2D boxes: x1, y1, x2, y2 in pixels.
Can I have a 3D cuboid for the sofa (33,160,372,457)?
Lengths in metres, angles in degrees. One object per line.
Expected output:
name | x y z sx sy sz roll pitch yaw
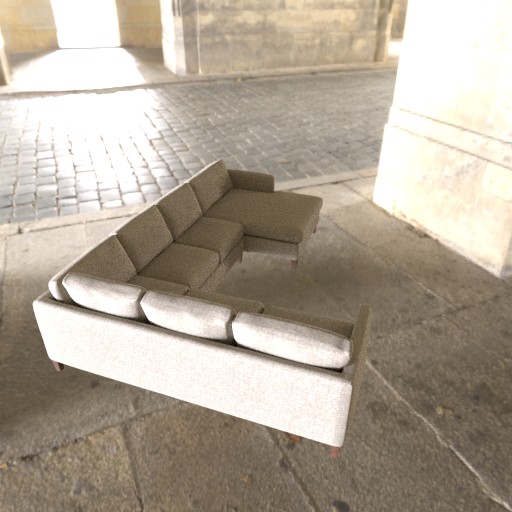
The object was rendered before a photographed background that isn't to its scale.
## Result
sofa | 0.000 0.000 4.645 2.593 0.959 3.460 10 32 17
